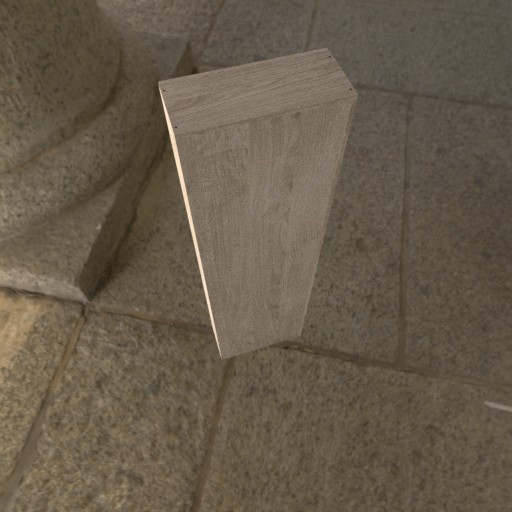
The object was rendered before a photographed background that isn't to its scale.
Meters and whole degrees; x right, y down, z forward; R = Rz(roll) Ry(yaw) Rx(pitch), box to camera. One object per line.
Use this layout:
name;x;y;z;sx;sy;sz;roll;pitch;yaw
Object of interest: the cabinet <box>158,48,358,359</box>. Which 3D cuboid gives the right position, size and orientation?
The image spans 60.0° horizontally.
cabinet;0.000;0.000;1.968;0.500;1.790;0.230;-15;60;-9
